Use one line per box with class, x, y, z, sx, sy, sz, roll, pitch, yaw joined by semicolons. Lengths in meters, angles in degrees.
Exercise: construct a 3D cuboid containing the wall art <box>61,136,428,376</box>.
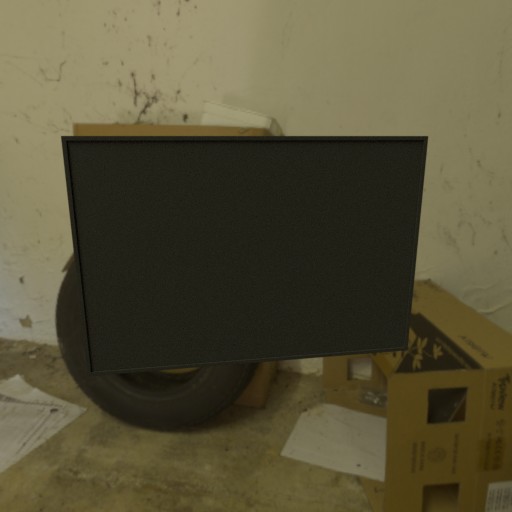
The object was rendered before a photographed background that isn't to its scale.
wall art;0.000;0.000;1.539;1.190;0.805;0.028;-2;15;-9
